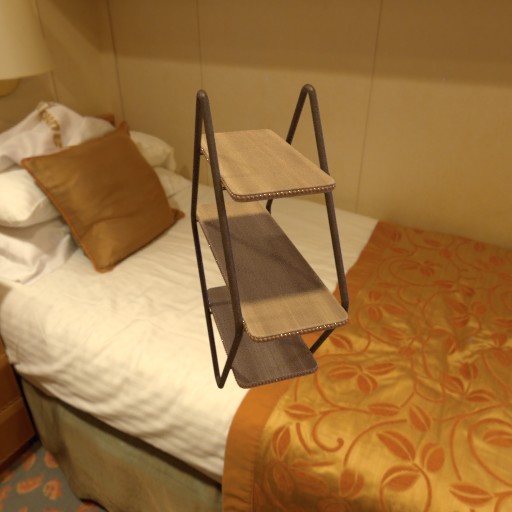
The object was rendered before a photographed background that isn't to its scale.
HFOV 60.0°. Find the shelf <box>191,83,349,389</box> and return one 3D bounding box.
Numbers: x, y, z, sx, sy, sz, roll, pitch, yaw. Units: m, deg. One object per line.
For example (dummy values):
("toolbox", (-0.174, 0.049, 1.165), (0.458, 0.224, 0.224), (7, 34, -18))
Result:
("shelf", (0.000, 0.000, 1.066), (0.234, 0.774, 0.609), (-9, 32, -14))
